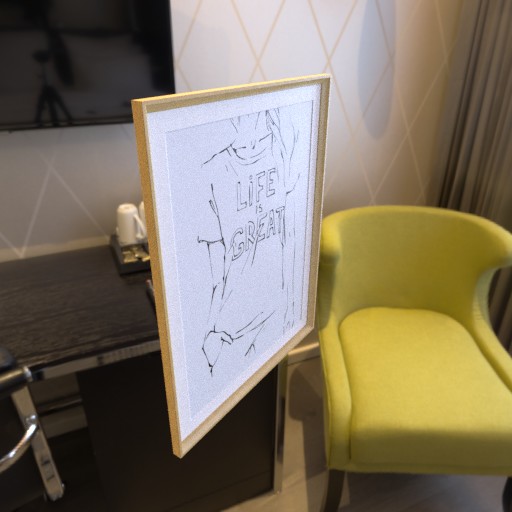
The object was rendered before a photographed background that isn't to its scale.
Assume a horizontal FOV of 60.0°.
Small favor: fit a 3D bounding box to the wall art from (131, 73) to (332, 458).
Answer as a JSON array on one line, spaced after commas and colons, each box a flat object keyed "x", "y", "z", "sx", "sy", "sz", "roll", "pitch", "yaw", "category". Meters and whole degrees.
[{"x": 0.000, "y": 0.000, "z": 1.378, "sx": 0.030, "sy": 1.002, "sz": 0.798, "roll": 18, "pitch": 32, "yaw": 32, "category": "wall art"}]
